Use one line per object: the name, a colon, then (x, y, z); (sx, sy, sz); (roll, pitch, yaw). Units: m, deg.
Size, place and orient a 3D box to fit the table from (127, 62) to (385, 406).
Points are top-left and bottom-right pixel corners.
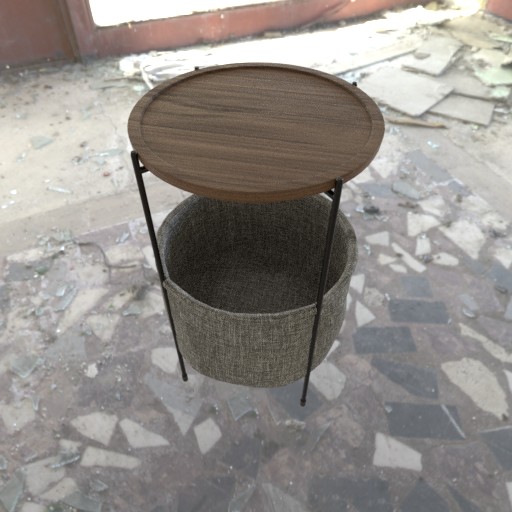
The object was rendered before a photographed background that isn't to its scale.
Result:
table: (0.000, 0.000, 0.899); (0.400, 0.623, 0.400); (9, 47, 9)
